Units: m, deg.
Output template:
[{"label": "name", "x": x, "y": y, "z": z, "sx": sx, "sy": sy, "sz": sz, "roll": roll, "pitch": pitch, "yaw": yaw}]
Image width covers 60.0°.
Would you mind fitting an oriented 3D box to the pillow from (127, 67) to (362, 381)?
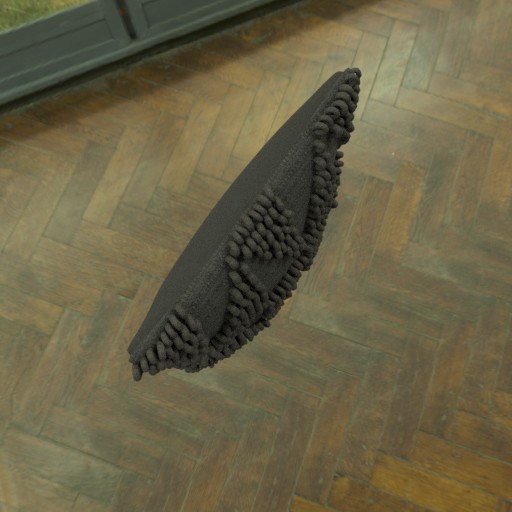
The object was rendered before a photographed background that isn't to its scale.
[{"label": "pillow", "x": 0.000, "y": 0.000, "z": 0.736, "sx": 0.172, "sy": 0.467, "sz": 0.470, "roll": 34, "pitch": 78, "yaw": 8}]
